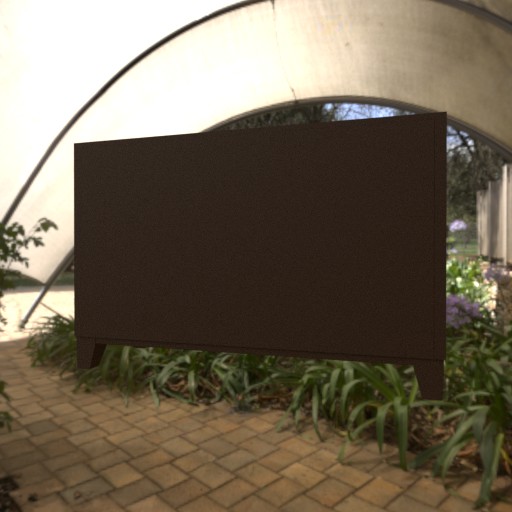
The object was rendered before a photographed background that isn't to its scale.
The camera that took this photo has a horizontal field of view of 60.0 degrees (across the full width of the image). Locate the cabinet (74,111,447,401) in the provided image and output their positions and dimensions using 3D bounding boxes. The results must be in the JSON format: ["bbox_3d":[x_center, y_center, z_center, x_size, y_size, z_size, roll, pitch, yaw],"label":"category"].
[{"bbox_3d":[0.000,0.000,1.826,1.396,0.914,0.482,0,0,17],"label":"cabinet"}]
